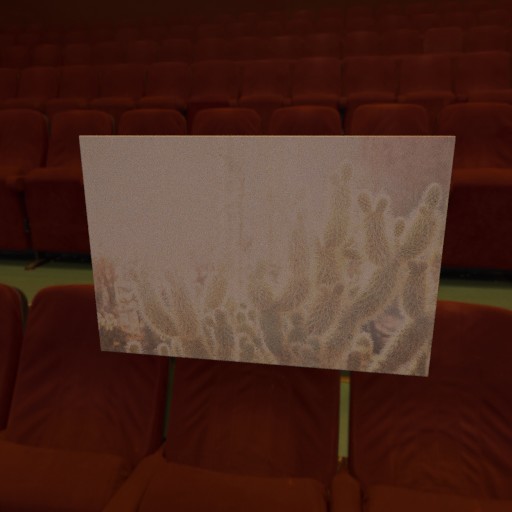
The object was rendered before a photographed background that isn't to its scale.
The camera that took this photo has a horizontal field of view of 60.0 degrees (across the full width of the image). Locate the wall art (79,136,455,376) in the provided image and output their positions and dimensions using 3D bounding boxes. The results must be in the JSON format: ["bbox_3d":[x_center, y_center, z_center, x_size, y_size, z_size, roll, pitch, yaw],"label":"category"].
[{"bbox_3d":[0.000,0.000,1.451,1.142,0.758,0.041,2,16,9],"label":"wall art"}]
